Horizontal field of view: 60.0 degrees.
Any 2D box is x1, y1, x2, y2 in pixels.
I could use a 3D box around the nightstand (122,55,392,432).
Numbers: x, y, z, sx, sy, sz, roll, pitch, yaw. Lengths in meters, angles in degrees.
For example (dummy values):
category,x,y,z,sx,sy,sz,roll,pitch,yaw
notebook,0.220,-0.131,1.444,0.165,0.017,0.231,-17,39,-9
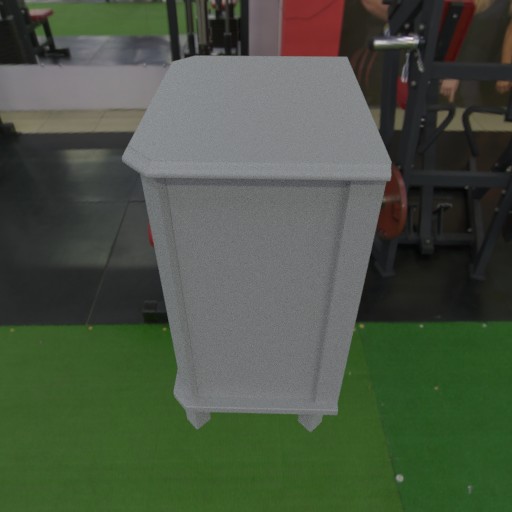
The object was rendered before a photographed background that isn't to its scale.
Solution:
category,x,y,z,sx,sy,sz,roll,pitch,yaw
nightstand,0.000,0.000,0.940,0.350,0.680,0.450,1,41,1
